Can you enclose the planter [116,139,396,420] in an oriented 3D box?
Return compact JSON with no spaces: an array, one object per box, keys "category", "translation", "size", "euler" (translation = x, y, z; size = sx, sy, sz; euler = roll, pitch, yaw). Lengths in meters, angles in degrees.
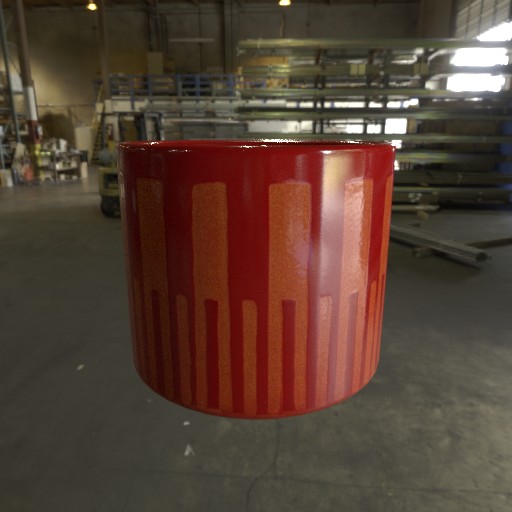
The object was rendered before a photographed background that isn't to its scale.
[{"category":"planter","translation":[0.000,0.000,0.405],"size":[0.230,0.202,0.230],"euler":[0,16,0]}]
